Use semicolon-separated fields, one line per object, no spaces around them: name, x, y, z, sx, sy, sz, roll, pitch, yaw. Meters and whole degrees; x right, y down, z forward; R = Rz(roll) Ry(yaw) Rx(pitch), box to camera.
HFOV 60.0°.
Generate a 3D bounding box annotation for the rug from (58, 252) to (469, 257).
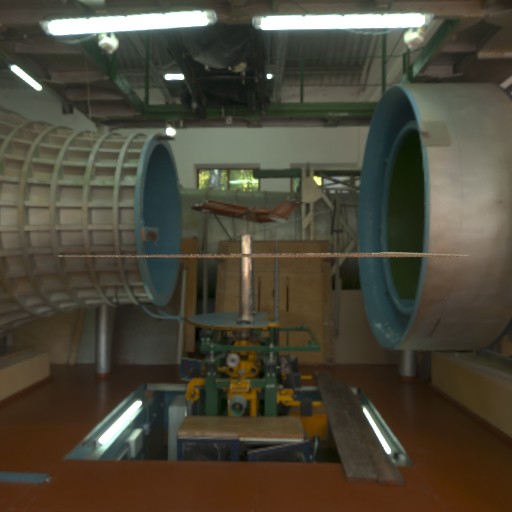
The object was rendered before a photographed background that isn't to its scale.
rug;0.000;0.000;4.313;3.422;0.015;2.143;0;-1;36
